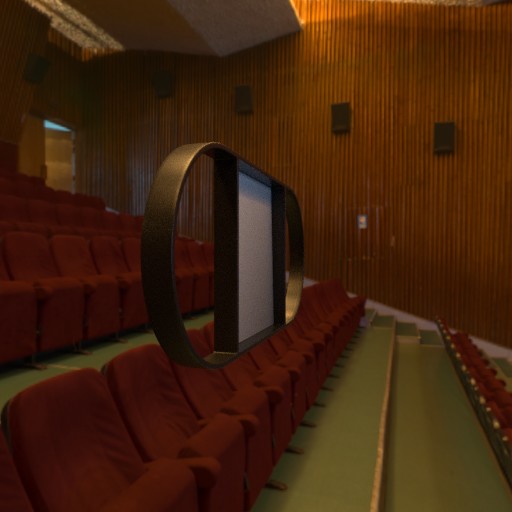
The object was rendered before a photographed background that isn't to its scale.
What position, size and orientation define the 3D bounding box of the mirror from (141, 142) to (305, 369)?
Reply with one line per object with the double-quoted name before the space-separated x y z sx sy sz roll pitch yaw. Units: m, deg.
"mirror" 0.000 0.000 0.669 0.032 0.254 0.584 0 0 18
